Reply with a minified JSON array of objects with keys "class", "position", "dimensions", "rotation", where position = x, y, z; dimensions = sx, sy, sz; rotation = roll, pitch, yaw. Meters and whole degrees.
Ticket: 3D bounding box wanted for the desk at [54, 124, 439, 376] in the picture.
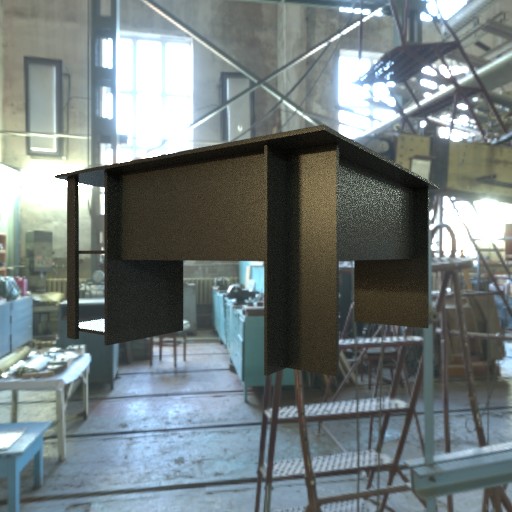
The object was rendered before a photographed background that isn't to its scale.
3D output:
[{"class":"desk","position":[0.000,0.000,2.111],"dimensions":[1.361,0.716,1.303],"rotation":[0,0,35]}]
